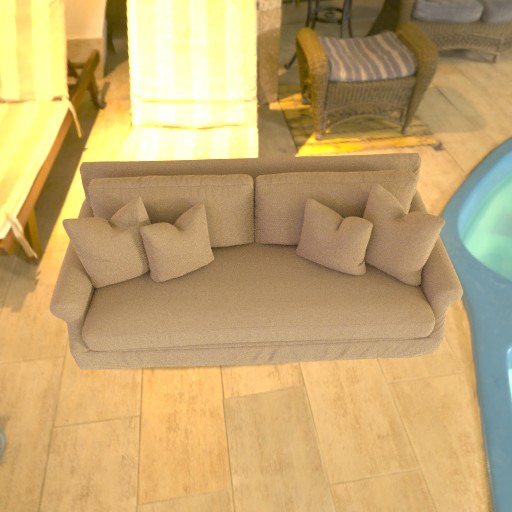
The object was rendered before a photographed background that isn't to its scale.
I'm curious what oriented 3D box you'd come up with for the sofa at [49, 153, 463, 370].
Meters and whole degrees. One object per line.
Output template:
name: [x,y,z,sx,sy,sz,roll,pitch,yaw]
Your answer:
sofa: [0.000,0.000,2.737,2.285,0.904,1.067,-2,47,-2]
